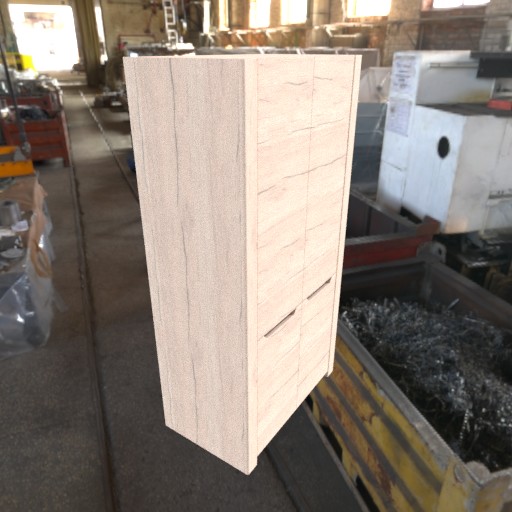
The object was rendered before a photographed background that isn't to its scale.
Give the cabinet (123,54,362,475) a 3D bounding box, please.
[{"bbox_3d":[0.000,0.000,2.344,0.580,1.930,0.980,16,30,31],"label":"cabinet"}]
